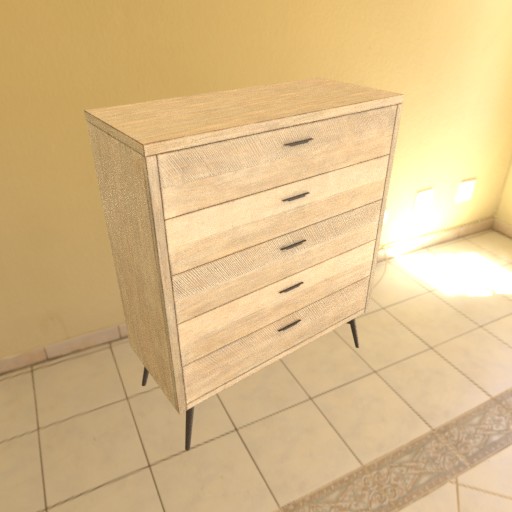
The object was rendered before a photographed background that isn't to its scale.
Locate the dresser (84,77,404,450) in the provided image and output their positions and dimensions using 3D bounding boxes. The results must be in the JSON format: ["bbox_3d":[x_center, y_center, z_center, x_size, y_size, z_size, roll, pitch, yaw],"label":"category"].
[{"bbox_3d":[0.000,0.000,1.816,1.016,1.219,0.457,-21,37,-31],"label":"dresser"}]
